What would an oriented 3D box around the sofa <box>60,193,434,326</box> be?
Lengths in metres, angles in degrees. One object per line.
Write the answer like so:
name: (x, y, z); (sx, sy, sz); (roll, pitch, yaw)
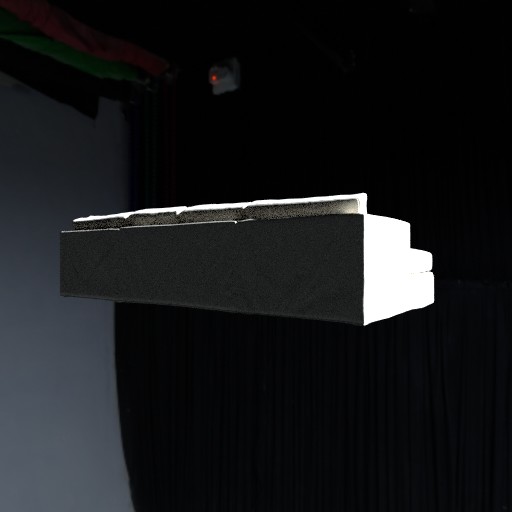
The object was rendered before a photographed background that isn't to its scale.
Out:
sofa: (0.000, 0.000, 4.693); (3.464, 0.882, 2.448); (0, 0, 35)
